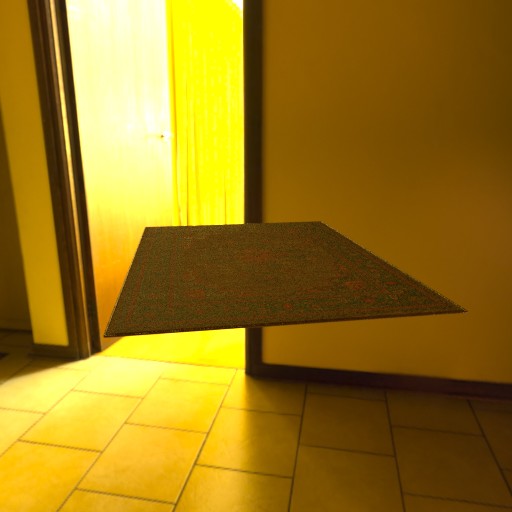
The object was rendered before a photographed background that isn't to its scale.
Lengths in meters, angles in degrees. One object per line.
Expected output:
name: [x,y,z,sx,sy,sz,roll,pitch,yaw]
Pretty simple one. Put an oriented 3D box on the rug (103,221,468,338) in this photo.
rug: [0.000,0.000,2.951,1.609,0.013,2.214,-2,16,-9]
